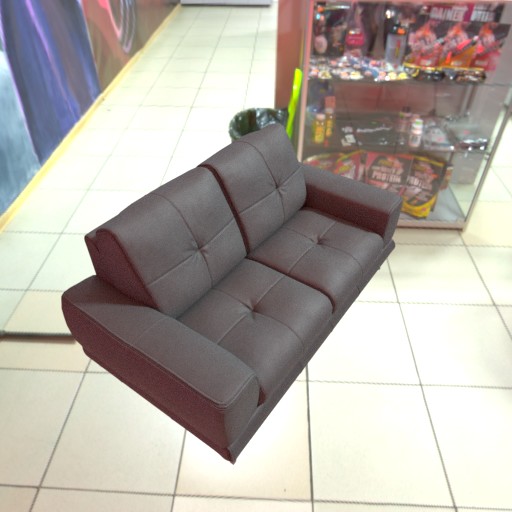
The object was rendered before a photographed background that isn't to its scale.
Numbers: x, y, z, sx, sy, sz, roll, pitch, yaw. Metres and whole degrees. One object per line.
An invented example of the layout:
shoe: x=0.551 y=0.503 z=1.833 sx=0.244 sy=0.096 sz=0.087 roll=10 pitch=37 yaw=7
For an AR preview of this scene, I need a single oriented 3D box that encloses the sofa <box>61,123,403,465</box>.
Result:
sofa: x=0.000 y=0.000 z=2.424 sx=1.018 sy=0.907 sz=1.806 roll=25 pitch=47 yaw=26
